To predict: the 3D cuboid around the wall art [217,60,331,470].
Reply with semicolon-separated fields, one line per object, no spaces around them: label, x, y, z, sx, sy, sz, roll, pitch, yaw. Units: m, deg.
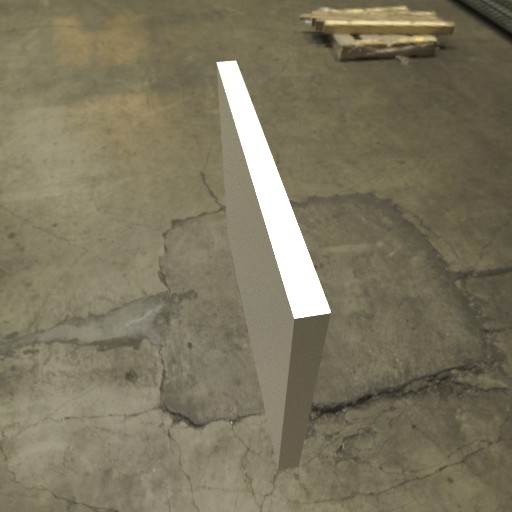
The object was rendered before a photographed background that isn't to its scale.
wall art;0.000;0.000;1.424;0.066;0.801;1.056;-8;47;-7
